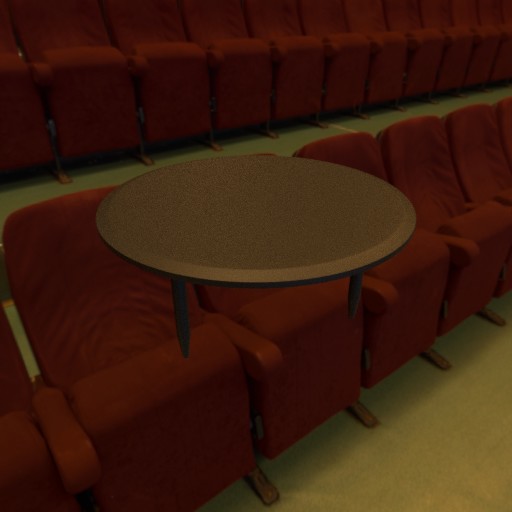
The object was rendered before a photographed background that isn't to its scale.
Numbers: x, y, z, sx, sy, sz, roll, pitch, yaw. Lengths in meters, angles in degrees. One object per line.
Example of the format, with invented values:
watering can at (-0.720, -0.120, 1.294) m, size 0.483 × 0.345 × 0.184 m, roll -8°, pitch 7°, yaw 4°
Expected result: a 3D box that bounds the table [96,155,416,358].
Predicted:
table at (0.000, 0.000, 1.396) m, size 0.900 × 0.400 × 0.900 m, roll 0°, pitch 29°, yaw 0°
